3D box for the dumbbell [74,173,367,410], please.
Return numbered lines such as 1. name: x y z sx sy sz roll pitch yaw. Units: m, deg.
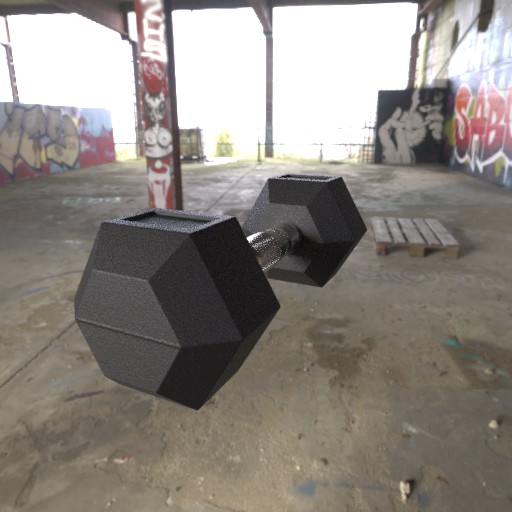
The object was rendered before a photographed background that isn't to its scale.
1. dumbbell: 0.000 0.000 0.352 0.116 0.101 0.297 8 19 26
